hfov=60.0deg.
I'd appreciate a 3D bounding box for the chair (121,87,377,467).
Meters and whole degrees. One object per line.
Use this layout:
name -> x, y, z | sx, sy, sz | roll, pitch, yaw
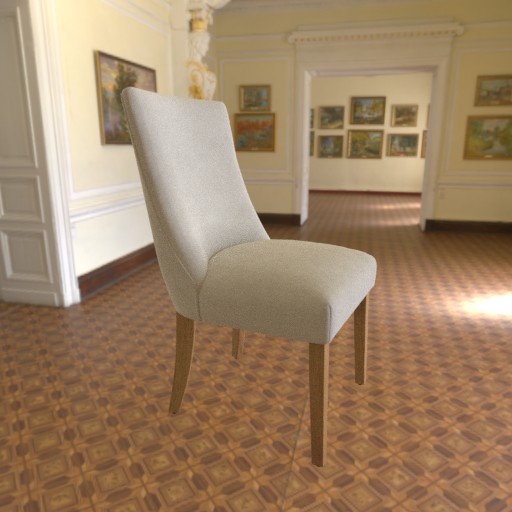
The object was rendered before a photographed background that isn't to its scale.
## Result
chair -> 0.000, 0.000, 1.282 | 0.610, 0.902, 0.495 | 7, 16, 26
